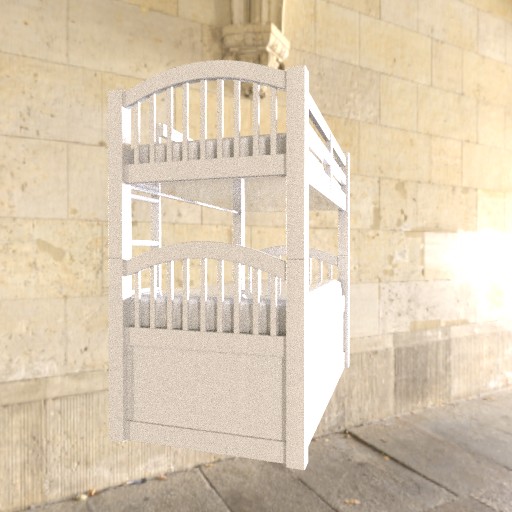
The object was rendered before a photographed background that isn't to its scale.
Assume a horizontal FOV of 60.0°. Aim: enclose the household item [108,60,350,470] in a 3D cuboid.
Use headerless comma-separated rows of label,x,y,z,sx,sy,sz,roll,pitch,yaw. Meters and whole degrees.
household item,0.000,0.000,3.255,1.143,2.032,2.032,0,1,18
